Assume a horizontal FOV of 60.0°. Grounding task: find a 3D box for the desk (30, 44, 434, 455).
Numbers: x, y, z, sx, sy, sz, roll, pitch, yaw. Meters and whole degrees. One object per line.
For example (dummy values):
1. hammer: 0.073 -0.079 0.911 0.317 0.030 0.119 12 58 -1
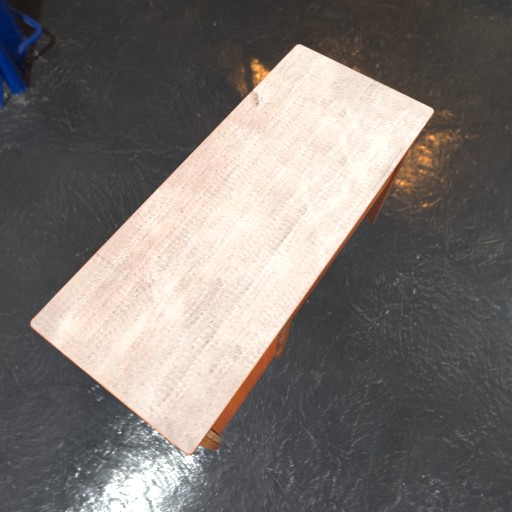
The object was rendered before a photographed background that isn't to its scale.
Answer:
1. desk: 0.000 0.000 1.717 0.574 0.756 1.353 33 69 14
